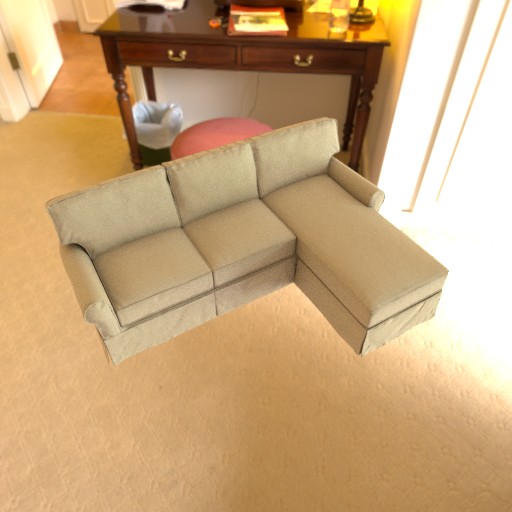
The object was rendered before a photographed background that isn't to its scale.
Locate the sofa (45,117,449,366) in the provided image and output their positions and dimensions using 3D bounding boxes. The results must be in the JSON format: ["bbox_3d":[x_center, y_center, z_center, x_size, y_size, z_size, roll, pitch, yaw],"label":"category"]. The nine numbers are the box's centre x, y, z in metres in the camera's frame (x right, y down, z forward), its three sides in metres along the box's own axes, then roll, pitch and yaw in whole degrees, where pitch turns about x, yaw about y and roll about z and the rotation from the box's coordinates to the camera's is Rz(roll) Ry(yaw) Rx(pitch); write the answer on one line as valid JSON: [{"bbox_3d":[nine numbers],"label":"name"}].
[{"bbox_3d":[0.000,0.000,3.241,2.475,0.978,1.733,-22,49,-21],"label":"sofa"}]
